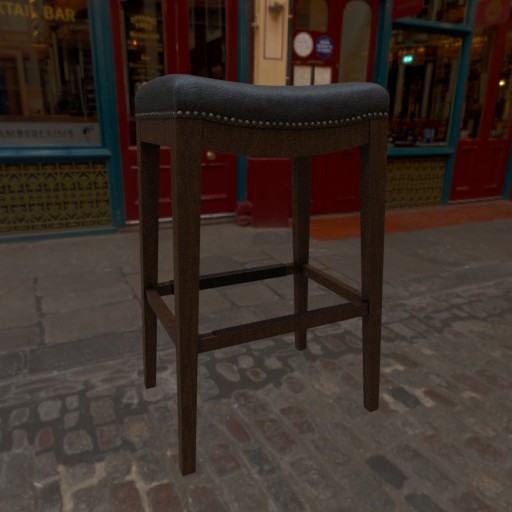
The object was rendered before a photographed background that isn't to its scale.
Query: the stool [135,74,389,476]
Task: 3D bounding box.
[{"bbox_3d":[0.000,0.000,1.038,0.500,0.765,0.361,-8,19,-24],"label":"stool"}]
